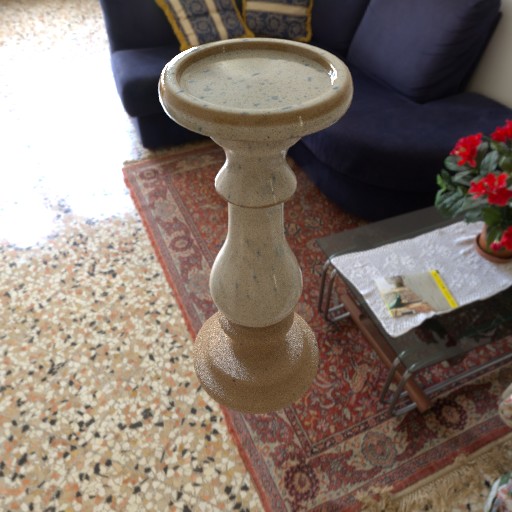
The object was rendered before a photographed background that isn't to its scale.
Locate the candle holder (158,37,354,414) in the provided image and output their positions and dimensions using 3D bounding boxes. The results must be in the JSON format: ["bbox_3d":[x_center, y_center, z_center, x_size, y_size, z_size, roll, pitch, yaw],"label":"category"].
[{"bbox_3d":[0.000,0.000,0.243,0.088,0.203,0.088,0,45,0],"label":"candle holder"}]
